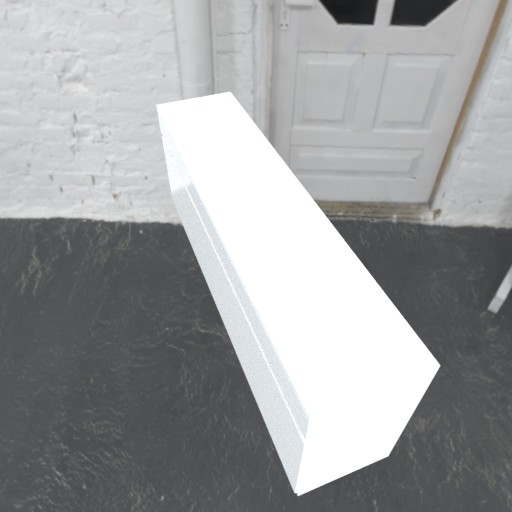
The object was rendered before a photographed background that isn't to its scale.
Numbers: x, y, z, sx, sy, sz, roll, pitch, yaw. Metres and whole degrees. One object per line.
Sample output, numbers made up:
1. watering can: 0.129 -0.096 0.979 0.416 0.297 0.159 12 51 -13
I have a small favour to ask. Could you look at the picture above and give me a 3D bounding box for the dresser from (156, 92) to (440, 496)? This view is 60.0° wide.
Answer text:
1. dresser: 0.000 0.000 2.476 0.500 0.840 2.200 -16 48 -15
